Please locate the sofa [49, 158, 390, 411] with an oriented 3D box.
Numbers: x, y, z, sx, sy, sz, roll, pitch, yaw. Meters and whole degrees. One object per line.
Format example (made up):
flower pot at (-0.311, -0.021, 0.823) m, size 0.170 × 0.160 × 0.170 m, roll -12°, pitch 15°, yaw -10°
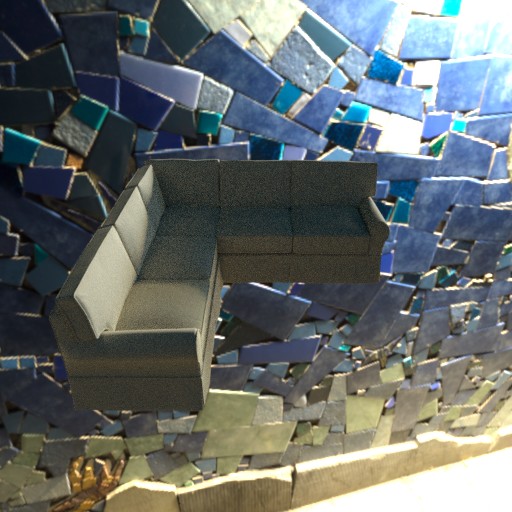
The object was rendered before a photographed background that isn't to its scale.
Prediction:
sofa at (0.000, 0.000, 3.980) m, size 2.597 × 1.070 × 2.591 m, roll 0°, pitch 31°, yaw 0°
